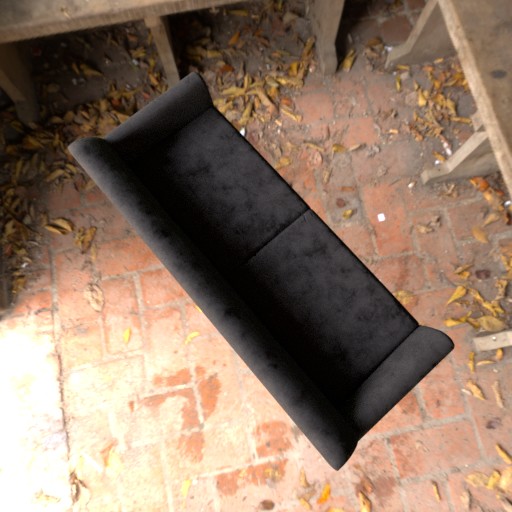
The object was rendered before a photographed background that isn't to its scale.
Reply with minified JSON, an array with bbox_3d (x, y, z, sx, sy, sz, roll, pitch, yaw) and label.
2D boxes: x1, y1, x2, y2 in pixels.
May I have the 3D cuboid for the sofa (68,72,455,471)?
[{"bbox_3d":[0.000,0.000,2.647,0.900,0.740,2.190,-40,79,-9],"label":"sofa"}]
